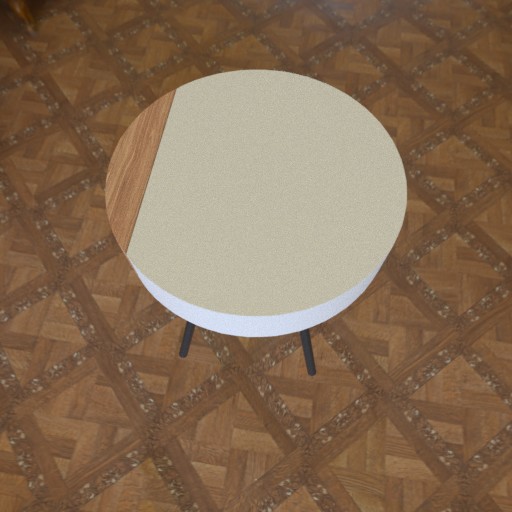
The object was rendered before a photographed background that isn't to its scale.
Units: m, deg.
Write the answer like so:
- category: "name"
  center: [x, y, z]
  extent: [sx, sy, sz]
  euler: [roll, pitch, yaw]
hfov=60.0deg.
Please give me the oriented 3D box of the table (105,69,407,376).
- category: "table"
  center: [0.000, 0.000, 0.877]
  extent: [0.450, 0.525, 0.450]
  euler: [0, 63, 0]
